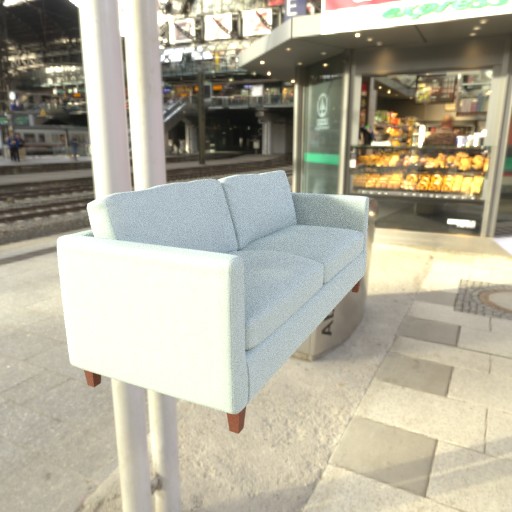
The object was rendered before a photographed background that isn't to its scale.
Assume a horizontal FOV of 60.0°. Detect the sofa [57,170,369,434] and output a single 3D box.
[{"bbox_3d":[0.000,0.000,2.785,0.951,0.965,2.208,7,16,26],"label":"sofa"}]
